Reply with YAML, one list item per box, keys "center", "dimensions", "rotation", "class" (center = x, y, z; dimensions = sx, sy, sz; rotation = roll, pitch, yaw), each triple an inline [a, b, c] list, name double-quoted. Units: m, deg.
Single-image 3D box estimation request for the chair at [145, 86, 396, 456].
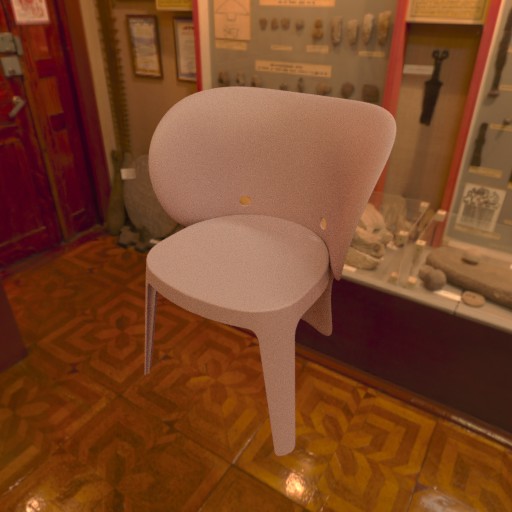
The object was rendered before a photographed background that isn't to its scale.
- center: [0.000, 0.000, 0.871]
  dimensions: [0.451, 0.554, 0.402]
  rotation: [20, 37, 29]
  class: "chair"
